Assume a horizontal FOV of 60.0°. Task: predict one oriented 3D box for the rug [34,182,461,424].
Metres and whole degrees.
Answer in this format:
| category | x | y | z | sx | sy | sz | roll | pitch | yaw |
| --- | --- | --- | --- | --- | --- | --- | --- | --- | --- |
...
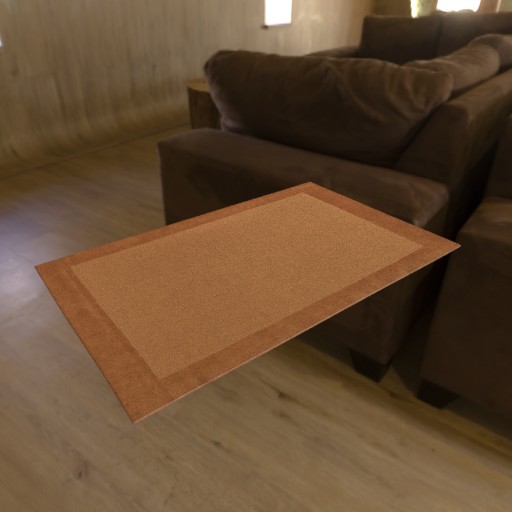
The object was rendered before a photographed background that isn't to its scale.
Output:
| category | x | y | z | sx | sy | sz | roll | pitch | yaw |
| --- | --- | --- | --- | --- | --- | --- | --- | --- | --- |
| rug | 0.000 | 0.000 | 2.970 | 2.438 | 0.014 | 1.524 | -21 | 37 | -32 |
